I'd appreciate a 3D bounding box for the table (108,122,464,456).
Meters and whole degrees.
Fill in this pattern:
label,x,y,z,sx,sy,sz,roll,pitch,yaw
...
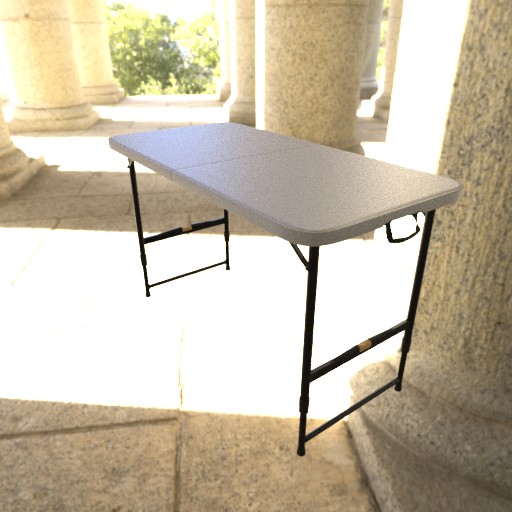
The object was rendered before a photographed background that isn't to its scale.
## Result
label,x,y,z,sx,sy,sz,roll,pitch,yaw
table,0.000,0.000,1.635,0.611,0.737,1.245,-18,32,-32
